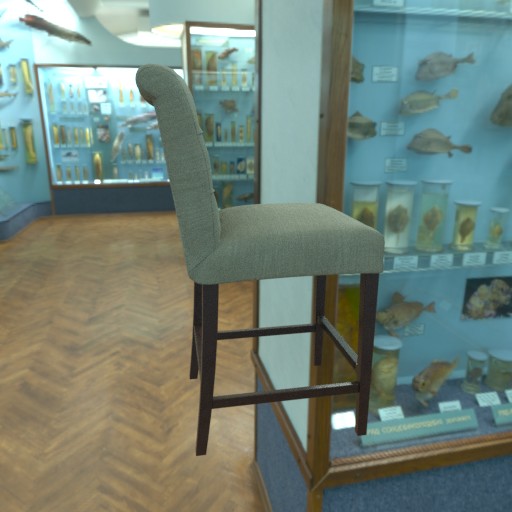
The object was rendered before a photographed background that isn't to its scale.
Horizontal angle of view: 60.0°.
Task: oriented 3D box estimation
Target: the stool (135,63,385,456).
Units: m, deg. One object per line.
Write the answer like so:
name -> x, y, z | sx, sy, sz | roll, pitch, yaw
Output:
stool -> 0.000, 0.000, 1.421 | 0.660, 1.084, 0.486 | -3, 16, -10
